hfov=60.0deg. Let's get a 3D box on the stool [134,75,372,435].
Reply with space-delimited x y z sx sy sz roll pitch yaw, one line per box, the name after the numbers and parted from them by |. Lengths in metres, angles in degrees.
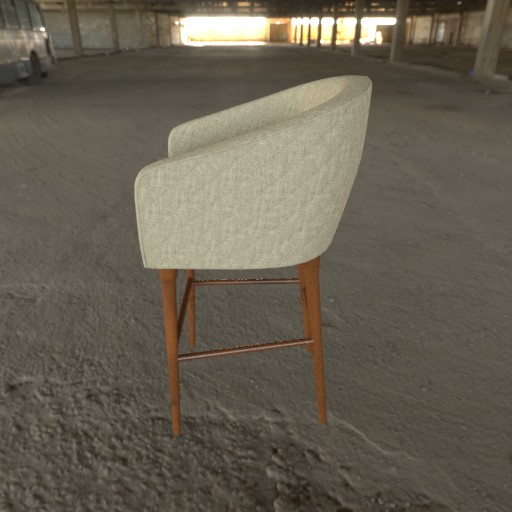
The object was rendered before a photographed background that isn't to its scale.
0.000 0.000 1.431 0.607 1.078 0.559 0 27 -1 | stool
